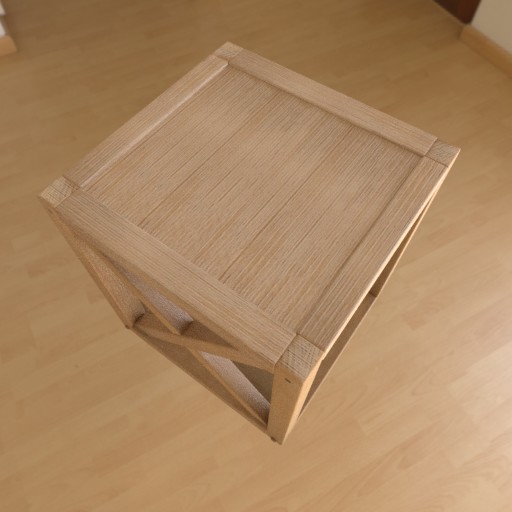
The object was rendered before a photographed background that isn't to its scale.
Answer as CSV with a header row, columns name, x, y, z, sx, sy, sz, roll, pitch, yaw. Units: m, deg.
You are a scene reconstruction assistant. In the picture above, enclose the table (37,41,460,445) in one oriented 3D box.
name,x,y,z,sx,sy,sz,roll,pitch,yaw
table,0.000,0.000,1.065,0.559,0.610,0.558,32,65,17
